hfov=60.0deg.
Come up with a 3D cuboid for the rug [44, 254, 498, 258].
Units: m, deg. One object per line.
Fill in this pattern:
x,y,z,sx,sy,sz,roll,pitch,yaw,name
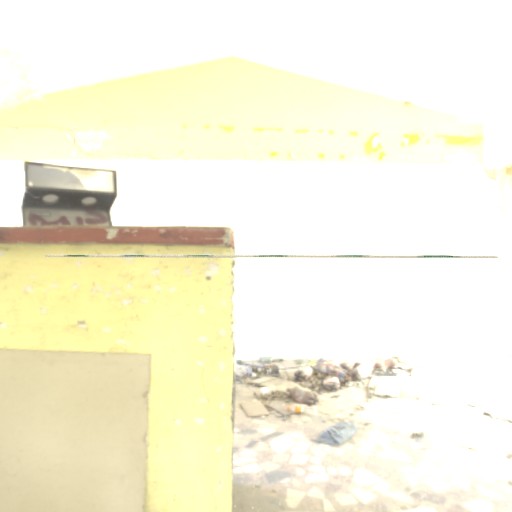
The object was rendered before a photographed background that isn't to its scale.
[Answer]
0.000,0.000,2.639,2.438,0.012,0.768,0,0,18,rug
